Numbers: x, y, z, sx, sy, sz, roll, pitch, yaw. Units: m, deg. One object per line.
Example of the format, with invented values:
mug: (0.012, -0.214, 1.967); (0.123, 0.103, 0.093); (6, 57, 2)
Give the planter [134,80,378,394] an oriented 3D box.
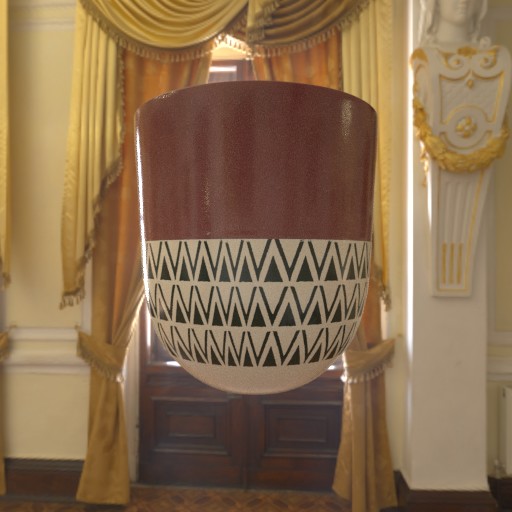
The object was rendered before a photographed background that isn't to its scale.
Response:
planter: (0.000, 0.000, 0.366); (0.195, 0.214, 0.195); (0, 0, 0)
